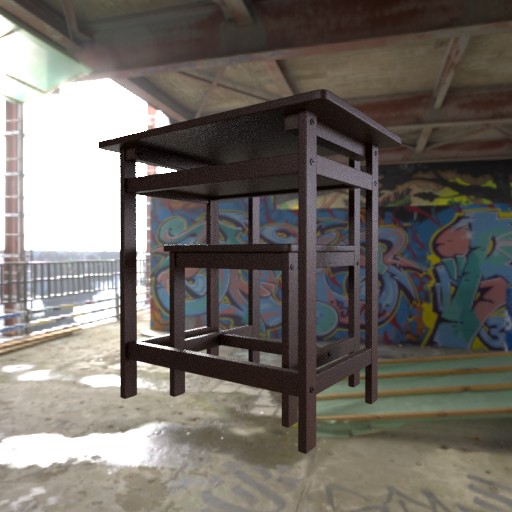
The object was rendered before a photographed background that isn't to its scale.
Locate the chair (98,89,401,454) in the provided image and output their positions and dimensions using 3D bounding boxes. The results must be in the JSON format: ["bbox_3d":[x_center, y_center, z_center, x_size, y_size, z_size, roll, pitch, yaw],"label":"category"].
[{"bbox_3d":[0.000,0.000,1.063,0.599,0.673,0.463,0,1,36],"label":"chair"}]
